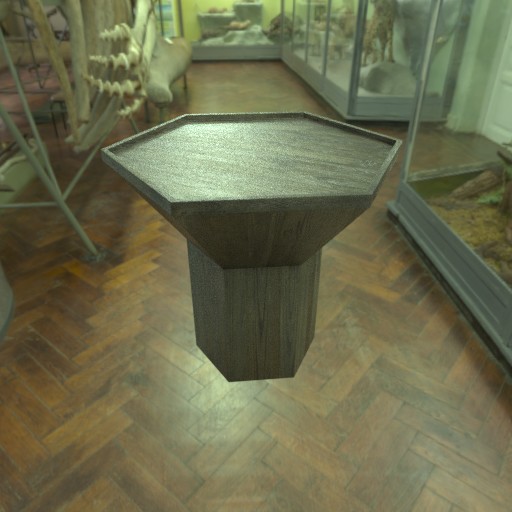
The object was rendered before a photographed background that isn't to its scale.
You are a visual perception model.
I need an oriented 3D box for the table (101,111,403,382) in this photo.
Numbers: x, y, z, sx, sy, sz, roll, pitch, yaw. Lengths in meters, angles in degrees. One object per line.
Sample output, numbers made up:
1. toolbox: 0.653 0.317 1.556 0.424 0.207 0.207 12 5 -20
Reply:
1. table: 0.000 0.000 1.149 0.592 0.586 0.683 -20 37 -30
